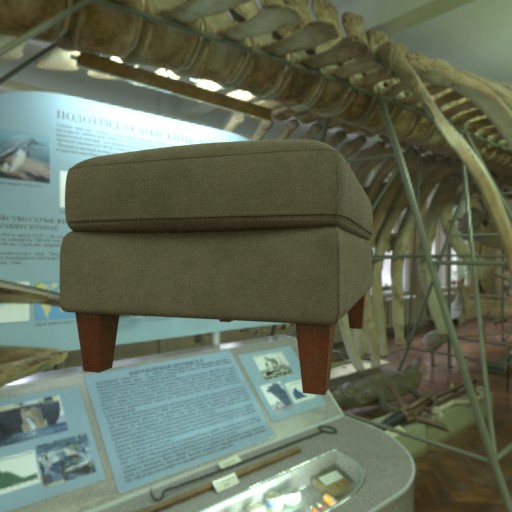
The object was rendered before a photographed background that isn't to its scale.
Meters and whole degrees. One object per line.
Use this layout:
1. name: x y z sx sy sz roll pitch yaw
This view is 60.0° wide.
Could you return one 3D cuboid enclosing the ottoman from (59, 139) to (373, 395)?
1. ottoman: 0.000 0.000 1.215 0.584 0.483 0.864 0 0 18
